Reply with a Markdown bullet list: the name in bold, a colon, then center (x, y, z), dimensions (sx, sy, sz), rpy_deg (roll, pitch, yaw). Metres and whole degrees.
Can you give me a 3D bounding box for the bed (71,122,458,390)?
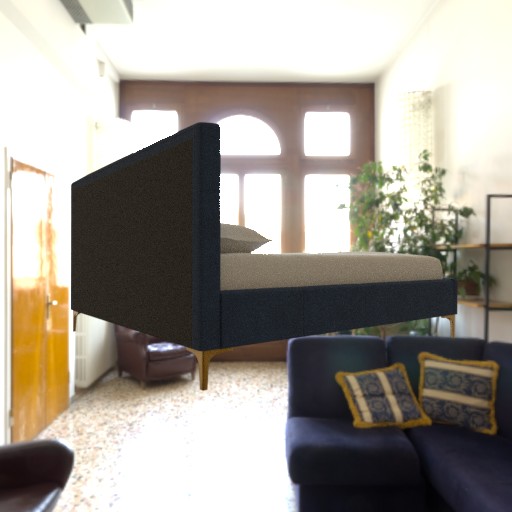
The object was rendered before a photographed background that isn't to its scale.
- **bed**: center (0.000, 0.000, 3.478), dimensions (2.232, 1.231, 2.096), rpy_deg (0, -1, -38)
